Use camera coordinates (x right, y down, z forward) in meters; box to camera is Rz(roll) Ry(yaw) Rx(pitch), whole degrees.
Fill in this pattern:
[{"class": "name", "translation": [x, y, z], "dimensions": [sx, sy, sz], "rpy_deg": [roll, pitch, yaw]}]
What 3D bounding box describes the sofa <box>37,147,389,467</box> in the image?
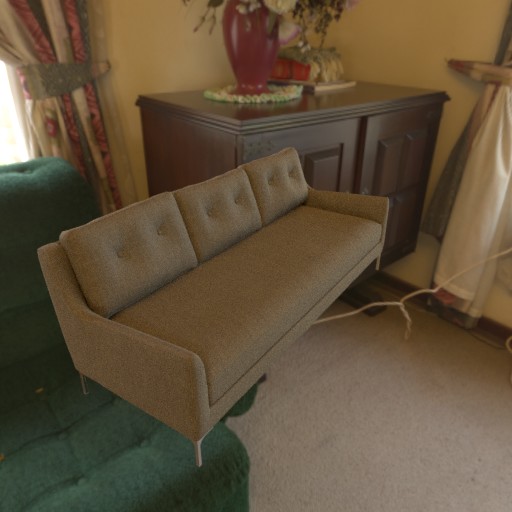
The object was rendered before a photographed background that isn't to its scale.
[{"class": "sofa", "translation": [0.000, 0.000, 2.534], "dimensions": [0.849, 0.837, 2.060], "rpy_deg": [17, 31, 30]}]
